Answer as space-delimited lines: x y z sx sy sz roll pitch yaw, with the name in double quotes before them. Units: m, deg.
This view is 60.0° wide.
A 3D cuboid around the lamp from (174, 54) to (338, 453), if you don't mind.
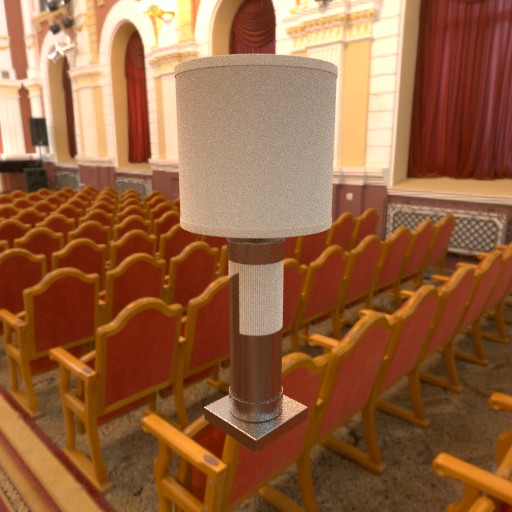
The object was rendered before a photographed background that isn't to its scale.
"lamp" 0.000 0.000 0.611 0.202 0.509 0.202 13 19 43
